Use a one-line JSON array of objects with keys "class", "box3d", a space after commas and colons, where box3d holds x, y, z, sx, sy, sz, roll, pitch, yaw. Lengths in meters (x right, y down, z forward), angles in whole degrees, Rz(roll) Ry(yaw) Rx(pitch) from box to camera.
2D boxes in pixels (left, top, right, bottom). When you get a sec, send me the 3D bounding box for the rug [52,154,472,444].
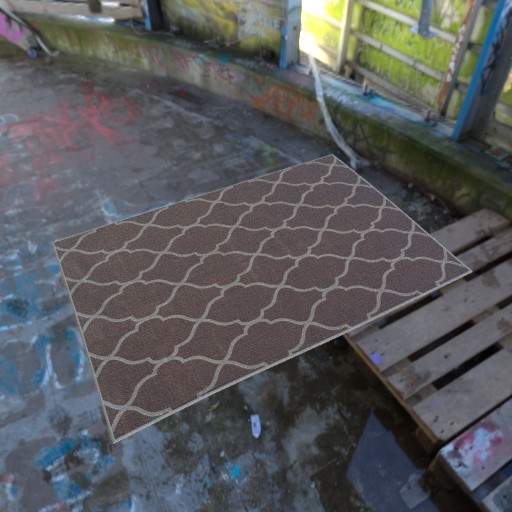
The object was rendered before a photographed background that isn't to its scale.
[{"class": "rug", "box3d": [0.000, 0.000, 2.877, 2.294, 0.014, 1.528, -21, 49, -19]}]
